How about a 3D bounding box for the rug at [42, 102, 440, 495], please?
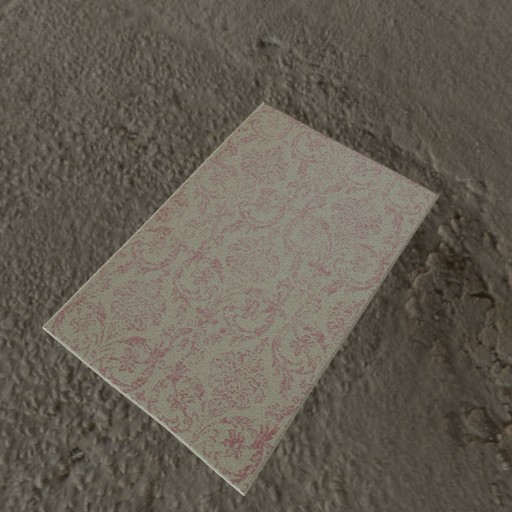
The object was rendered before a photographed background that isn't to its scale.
[{"bbox_3d":[0.000,0.000,3.453,1.819,0.018,2.746,33,68,16],"label":"rug"}]
